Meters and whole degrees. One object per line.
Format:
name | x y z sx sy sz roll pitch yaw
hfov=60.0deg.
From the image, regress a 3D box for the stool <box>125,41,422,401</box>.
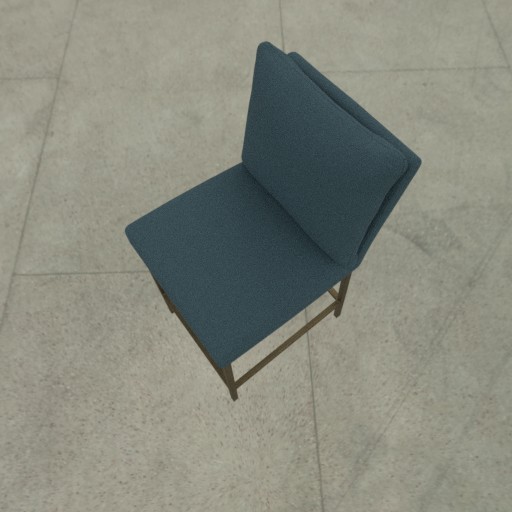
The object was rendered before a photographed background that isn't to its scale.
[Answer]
stool | 0.000 0.000 1.317 0.568 1.032 0.463 -34 68 -16
